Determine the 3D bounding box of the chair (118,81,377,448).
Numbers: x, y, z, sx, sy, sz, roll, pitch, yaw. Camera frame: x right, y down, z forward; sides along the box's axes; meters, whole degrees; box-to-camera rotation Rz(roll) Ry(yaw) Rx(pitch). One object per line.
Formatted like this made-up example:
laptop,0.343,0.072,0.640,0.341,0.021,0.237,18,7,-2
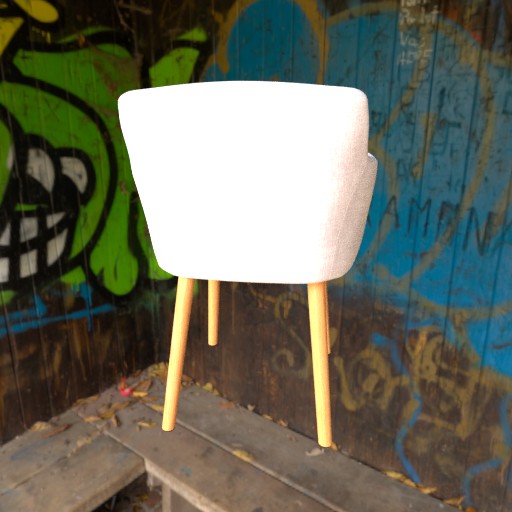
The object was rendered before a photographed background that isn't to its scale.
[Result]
chair,0.000,0.000,1.119,0.570,0.780,0.540,2,16,8
